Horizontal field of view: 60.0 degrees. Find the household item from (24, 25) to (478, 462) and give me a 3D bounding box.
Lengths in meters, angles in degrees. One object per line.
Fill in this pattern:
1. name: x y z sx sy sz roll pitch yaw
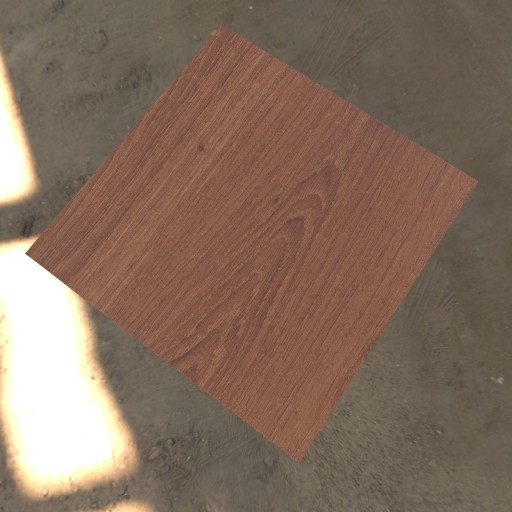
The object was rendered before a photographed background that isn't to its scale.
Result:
1. household item: 0.000 0.000 0.739 0.400 0.400 0.400 35 79 8
